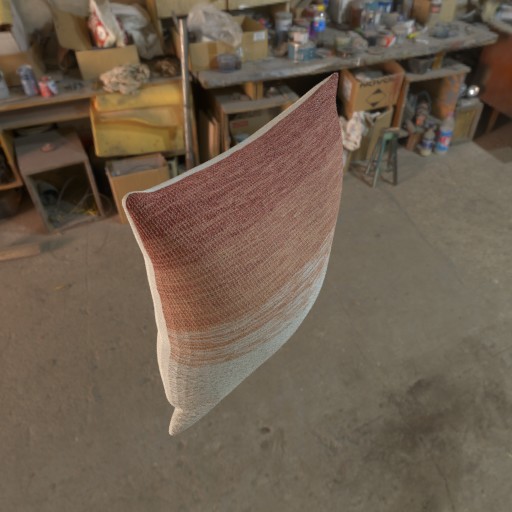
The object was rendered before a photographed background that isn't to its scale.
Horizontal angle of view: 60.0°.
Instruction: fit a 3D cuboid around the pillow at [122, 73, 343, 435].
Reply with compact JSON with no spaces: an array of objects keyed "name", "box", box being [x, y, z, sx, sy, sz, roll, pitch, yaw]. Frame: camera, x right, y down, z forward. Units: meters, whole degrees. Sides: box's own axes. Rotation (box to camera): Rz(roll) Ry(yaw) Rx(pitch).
[{"name":"pillow","box":[0.000,0.000,0.677,0.182,0.441,0.440,25,47,26]}]
